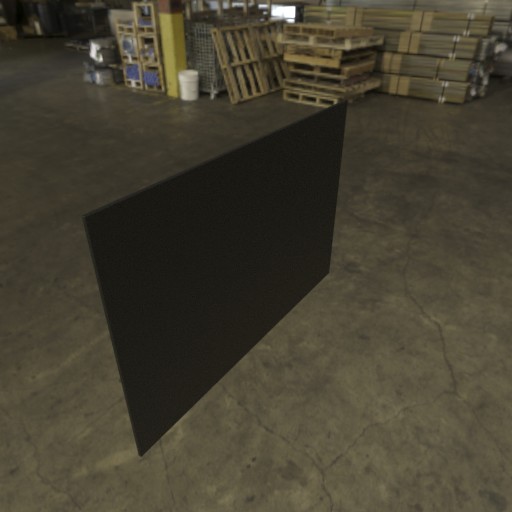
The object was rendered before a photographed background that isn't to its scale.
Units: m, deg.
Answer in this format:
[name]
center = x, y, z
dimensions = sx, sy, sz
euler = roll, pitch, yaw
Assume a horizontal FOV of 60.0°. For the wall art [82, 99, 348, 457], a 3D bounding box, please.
[wall art]
center = 0.000, 0.000, 1.519
dimensions = 0.013, 0.811, 1.192
euler = 21, 38, 30
